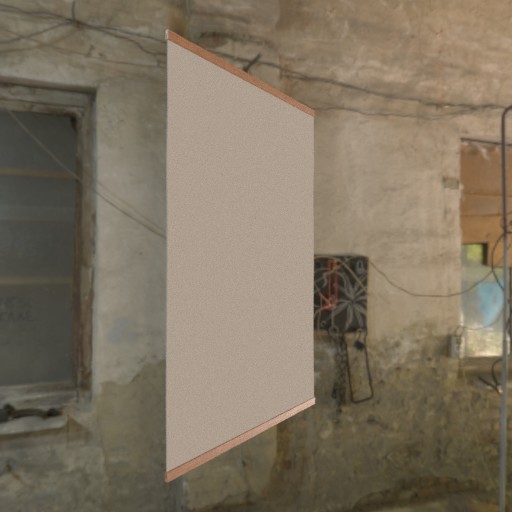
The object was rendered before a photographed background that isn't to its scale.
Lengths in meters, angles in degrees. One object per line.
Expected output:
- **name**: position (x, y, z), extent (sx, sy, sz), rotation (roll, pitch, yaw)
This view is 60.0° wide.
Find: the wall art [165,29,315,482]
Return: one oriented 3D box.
- **wall art**: position (0.000, 0.000, 1.902), extent (0.019, 1.527, 1.019), rotation (0, -1, 36)
